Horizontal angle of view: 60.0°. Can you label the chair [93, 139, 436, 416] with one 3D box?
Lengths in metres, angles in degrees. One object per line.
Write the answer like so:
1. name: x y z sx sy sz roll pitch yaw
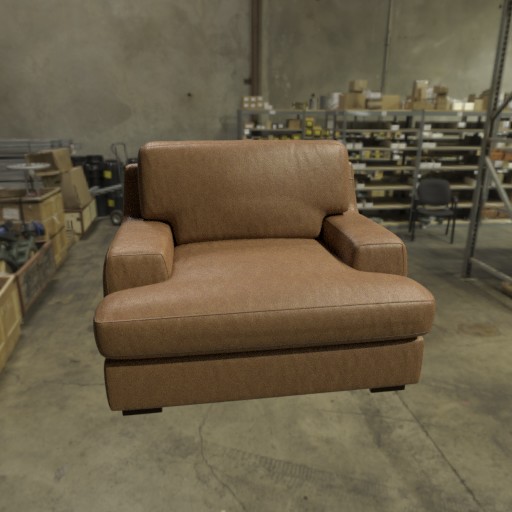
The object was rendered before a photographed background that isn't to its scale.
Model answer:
1. chair: 0.000 0.000 1.999 1.276 0.978 1.050 -3 18 -8
